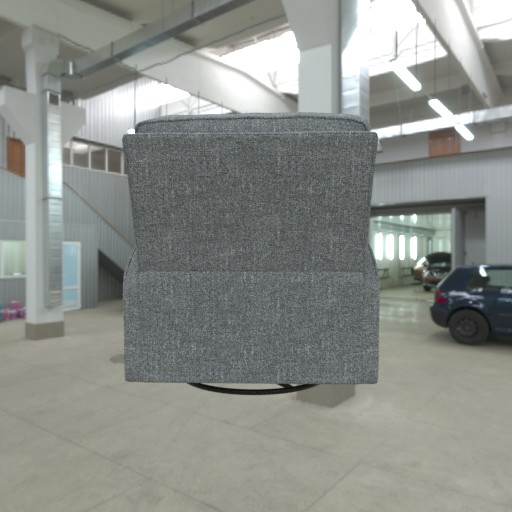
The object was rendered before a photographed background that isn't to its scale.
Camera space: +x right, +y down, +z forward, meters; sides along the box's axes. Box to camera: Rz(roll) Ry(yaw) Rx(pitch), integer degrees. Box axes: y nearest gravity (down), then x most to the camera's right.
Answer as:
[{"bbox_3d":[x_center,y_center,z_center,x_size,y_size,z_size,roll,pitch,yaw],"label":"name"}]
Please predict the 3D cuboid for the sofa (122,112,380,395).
[{"bbox_3d":[0.000,0.000,2.015,0.861,0.959,1.472,0,0,2],"label":"sofa"}]
